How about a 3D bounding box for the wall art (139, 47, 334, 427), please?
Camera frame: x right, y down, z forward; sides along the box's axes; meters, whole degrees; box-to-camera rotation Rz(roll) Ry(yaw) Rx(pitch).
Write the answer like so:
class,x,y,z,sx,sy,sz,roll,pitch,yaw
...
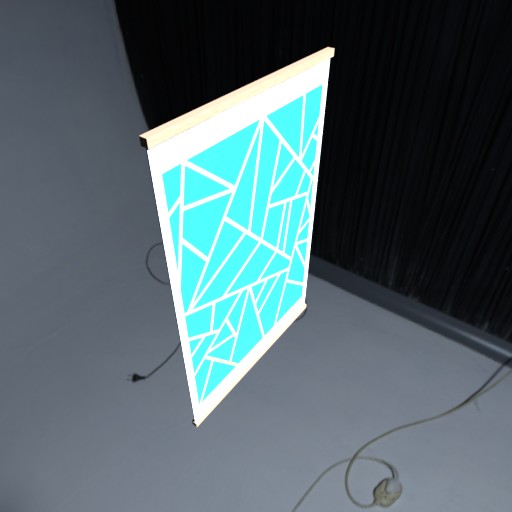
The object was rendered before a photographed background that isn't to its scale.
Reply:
class,x,y,z,sx,sy,sz,roll,pitch,yaw
wall art,0.000,0.000,1.972,0.030,1.519,0.990,27,48,27
